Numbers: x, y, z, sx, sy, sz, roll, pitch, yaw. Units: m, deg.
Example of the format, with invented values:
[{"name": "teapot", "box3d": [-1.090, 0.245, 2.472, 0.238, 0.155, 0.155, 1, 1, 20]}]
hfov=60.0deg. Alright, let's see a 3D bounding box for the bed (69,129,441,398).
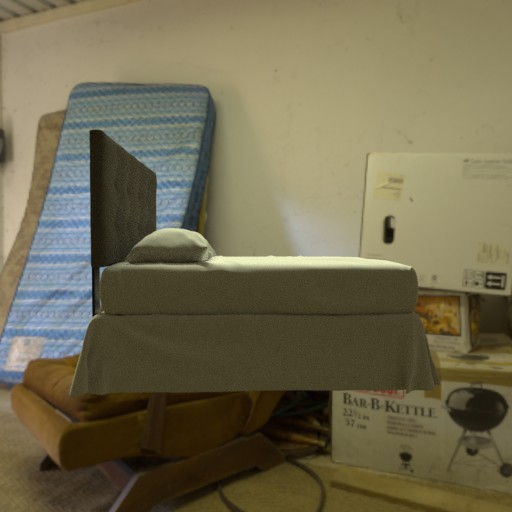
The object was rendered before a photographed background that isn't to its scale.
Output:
[{"name": "bed", "box3d": [0.000, 0.000, 3.506, 2.222, 1.577, 1.936, 0, 2, -2]}]
